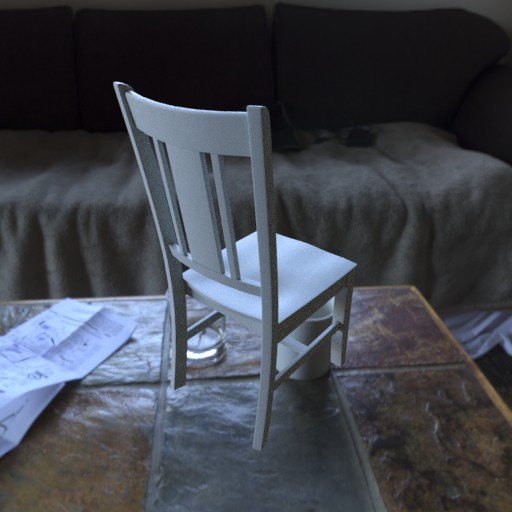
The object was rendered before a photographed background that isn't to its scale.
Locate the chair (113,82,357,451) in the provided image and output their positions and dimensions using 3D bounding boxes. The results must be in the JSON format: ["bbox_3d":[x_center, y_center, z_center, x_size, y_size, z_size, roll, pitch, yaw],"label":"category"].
[{"bbox_3d":[0.000,0.000,1.331,0.450,0.998,0.555,23,37,34],"label":"chair"}]
